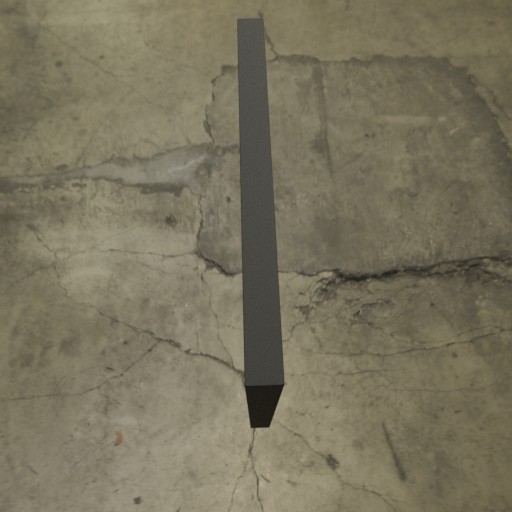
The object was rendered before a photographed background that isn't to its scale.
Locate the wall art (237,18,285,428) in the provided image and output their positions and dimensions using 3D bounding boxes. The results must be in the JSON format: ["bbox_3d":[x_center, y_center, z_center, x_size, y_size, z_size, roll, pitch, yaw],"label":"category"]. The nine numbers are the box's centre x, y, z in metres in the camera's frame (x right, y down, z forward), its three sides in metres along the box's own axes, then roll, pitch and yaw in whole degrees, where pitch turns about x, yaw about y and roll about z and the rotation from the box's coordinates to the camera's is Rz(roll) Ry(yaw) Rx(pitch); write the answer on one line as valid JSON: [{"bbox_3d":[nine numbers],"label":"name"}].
[{"bbox_3d":[0.000,0.000,0.750,0.037,0.508,0.508,-2,65,-1],"label":"wall art"}]
